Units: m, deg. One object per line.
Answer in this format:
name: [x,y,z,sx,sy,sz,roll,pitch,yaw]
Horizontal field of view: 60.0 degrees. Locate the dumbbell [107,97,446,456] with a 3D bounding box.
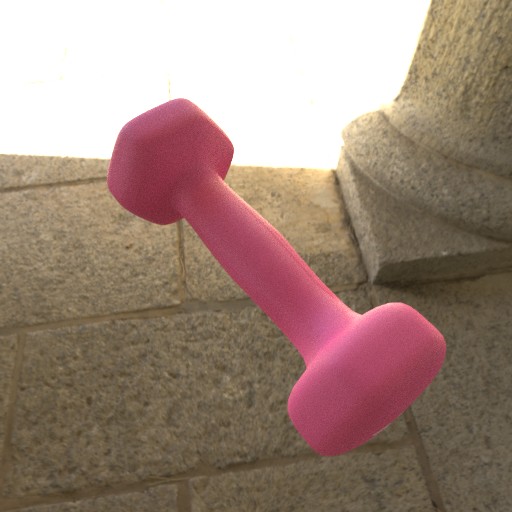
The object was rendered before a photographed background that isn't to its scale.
dumbbell: [0.000,0.000,0.168,0.058,0.053,0.146,-33,63,-19]
